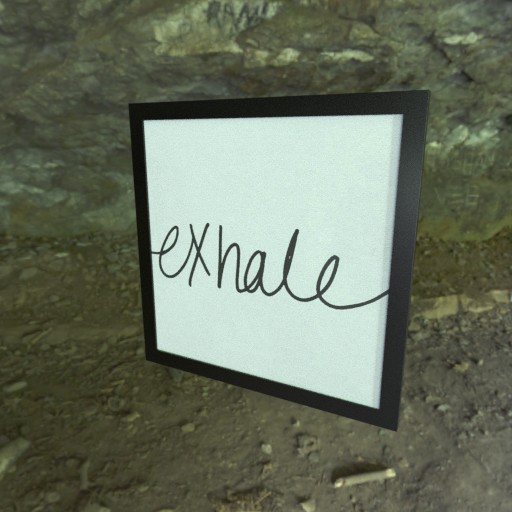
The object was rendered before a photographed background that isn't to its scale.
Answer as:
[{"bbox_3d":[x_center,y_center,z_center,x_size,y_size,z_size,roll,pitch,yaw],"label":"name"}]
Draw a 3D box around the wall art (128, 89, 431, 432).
[{"bbox_3d":[0.000,0.000,0.660,0.446,0.445,0.014,7,16,26],"label":"wall art"}]
